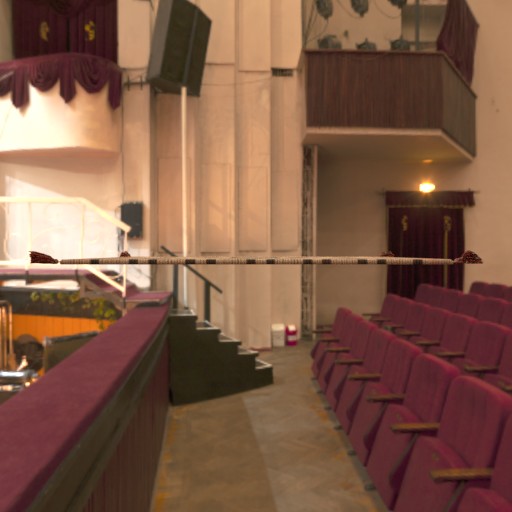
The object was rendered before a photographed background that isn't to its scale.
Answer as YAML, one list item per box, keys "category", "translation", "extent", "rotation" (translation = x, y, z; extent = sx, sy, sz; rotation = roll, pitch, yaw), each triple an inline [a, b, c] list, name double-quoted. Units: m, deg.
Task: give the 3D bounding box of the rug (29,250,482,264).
- category: "rug"
  translation: [0.000, 0.000, 2.651]
  extent: [2.069, 0.067, 1.444]
  rotation: [0, 1, -1]
